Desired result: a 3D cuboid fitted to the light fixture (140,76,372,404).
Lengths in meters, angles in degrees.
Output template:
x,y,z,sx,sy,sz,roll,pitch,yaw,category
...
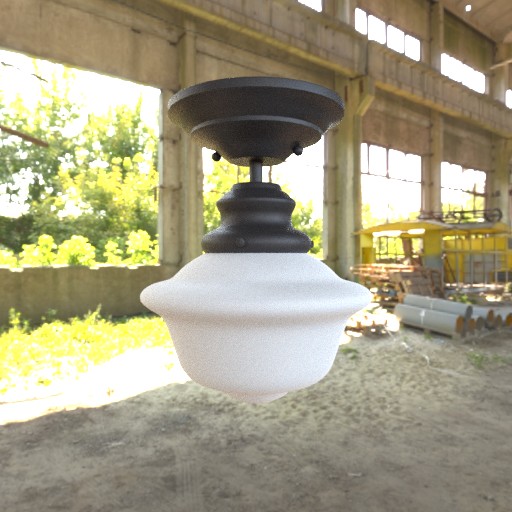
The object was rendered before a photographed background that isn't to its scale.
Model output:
x,y,z,sx,sy,sz,roll,pitch,yaw,category
0.000,0.000,0.388,0.197,0.254,0.197,0,0,0,light fixture
